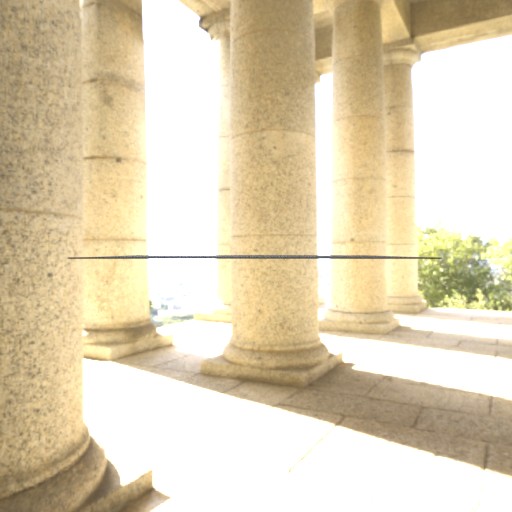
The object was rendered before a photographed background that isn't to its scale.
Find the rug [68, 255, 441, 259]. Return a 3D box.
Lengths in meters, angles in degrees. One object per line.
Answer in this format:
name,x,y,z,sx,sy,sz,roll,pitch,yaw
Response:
rug,0.000,0.000,2.199,1.135,0.010,1.740,0,0,1
